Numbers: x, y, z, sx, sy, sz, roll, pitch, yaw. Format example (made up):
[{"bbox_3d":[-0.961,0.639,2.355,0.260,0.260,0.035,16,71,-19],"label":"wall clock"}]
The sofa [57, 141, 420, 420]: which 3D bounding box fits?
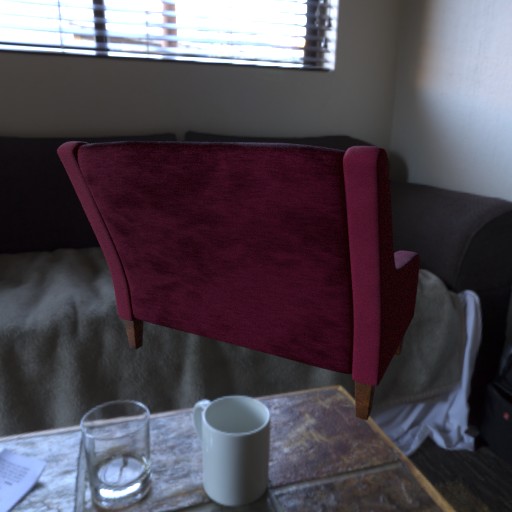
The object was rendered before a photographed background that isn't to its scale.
[{"bbox_3d":[0.000,0.000,1.925,1.242,0.976,0.946,9,18,28],"label":"sofa"}]
